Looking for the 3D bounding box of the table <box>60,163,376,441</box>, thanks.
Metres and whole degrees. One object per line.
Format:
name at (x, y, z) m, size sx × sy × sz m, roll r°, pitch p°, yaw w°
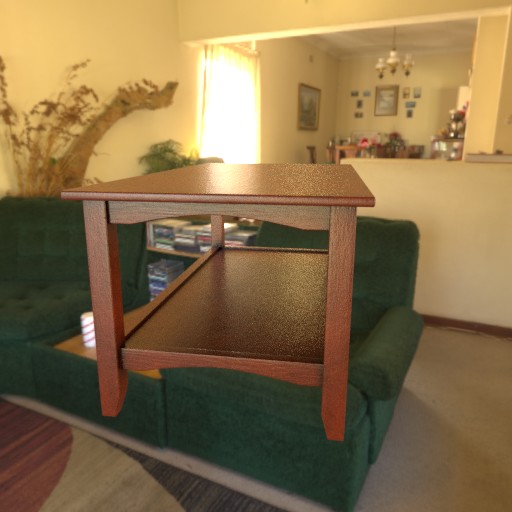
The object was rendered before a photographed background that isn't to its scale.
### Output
table at (0.000, 0.000, 1.233) m, size 0.533 × 0.456 × 0.943 m, roll 2°, pitch 15°, yaw 9°
